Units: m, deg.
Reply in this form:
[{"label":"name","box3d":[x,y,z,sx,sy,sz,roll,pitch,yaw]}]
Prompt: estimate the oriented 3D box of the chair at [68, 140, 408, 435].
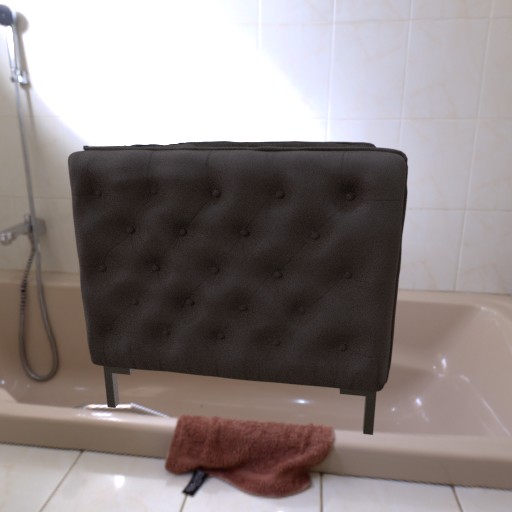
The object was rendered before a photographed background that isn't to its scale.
[{"label":"chair","box3d":[0.000,0.000,1.630,0.913,0.807,0.946,3,16,9]}]
